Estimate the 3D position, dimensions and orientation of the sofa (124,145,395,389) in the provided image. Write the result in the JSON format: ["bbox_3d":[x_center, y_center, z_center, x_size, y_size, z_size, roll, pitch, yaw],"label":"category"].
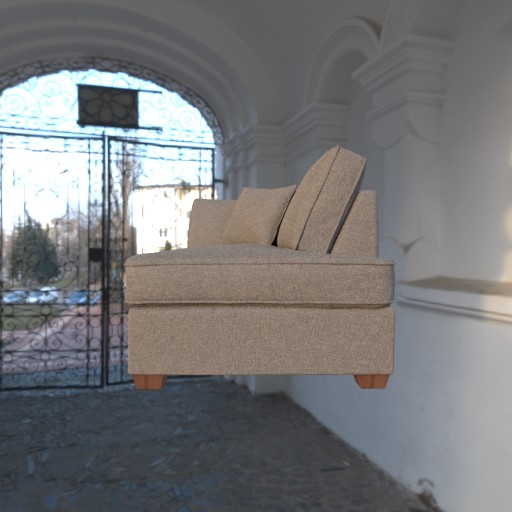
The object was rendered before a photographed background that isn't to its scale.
[{"bbox_3d":[0.000,0.000,2.831,1.110,1.033,2.237,0,1,-1],"label":"sofa"}]
